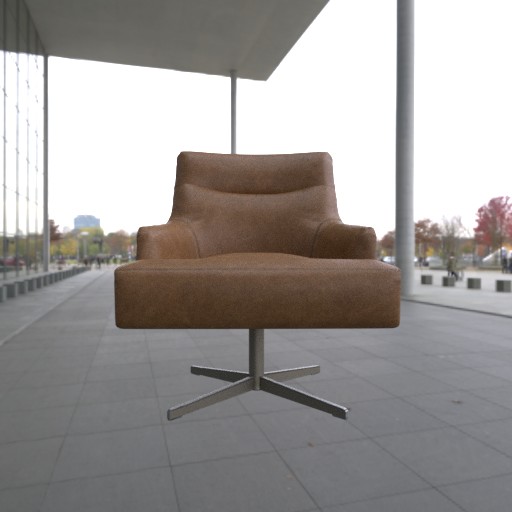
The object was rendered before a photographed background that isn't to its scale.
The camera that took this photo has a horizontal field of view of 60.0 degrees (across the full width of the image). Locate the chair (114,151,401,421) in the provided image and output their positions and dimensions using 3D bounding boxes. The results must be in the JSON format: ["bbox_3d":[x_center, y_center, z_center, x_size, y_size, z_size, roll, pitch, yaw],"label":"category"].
[{"bbox_3d":[0.000,0.000,1.508,0.729,0.869,0.874,0,0,-1],"label":"chair"}]
